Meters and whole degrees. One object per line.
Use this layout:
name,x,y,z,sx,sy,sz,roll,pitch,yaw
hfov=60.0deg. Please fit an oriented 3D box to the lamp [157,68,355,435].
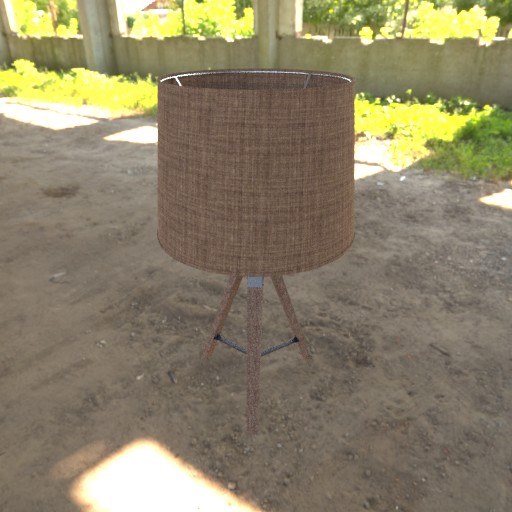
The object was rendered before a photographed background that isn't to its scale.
lamp,0.000,0.000,0.684,0.290,0.514,0.290,0,28,0
